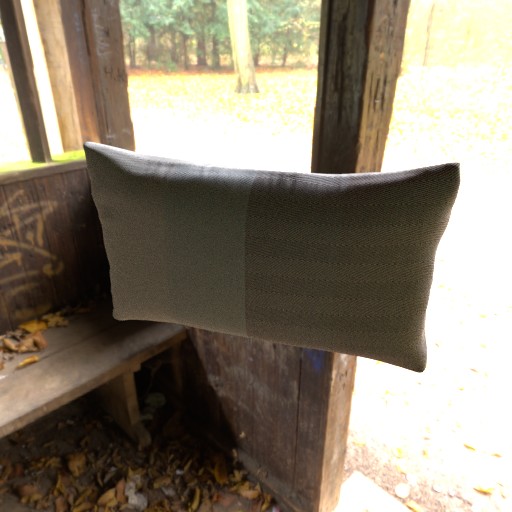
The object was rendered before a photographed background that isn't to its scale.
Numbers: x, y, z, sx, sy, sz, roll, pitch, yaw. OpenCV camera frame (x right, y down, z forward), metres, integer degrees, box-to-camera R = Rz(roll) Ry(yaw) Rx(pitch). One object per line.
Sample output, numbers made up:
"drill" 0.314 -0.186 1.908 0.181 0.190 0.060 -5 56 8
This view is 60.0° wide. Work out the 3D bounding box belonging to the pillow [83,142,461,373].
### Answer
"pillow" 0.000 0.000 0.632 0.506 0.305 0.139 7 28 14
